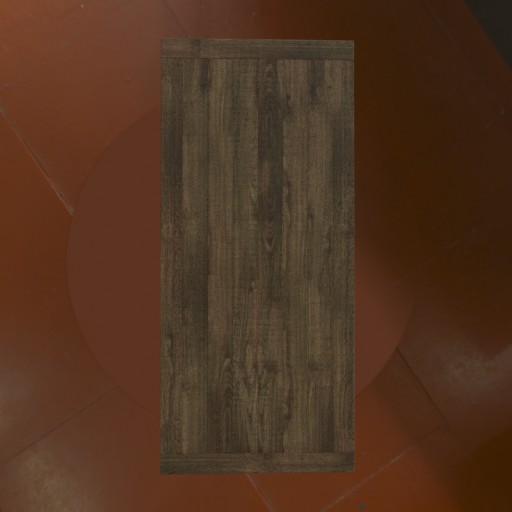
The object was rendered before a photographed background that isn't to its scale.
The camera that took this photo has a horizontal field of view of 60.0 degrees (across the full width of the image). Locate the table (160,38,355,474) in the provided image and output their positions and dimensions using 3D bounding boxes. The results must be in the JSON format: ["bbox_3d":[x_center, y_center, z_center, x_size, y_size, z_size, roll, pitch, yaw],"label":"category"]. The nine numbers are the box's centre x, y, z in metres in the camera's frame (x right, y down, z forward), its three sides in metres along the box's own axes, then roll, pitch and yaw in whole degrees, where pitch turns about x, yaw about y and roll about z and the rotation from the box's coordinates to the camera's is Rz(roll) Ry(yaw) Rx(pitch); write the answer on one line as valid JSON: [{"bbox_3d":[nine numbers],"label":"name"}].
[{"bbox_3d":[0.000,0.000,2.440,0.907,0.733,2.031,0,89,-1],"label":"table"}]
